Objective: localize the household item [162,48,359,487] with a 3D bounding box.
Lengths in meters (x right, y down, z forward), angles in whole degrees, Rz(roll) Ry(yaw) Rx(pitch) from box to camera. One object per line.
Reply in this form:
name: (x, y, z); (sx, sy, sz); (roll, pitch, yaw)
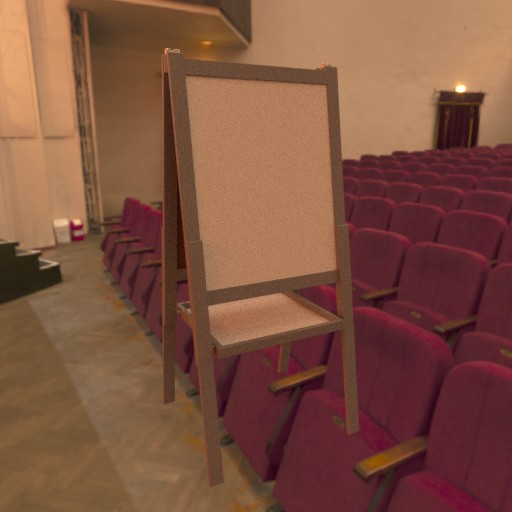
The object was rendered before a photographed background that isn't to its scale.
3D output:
household item: (0.000, 0.000, 1.411); (0.531, 1.172, 0.469); (-8, 17, -27)
